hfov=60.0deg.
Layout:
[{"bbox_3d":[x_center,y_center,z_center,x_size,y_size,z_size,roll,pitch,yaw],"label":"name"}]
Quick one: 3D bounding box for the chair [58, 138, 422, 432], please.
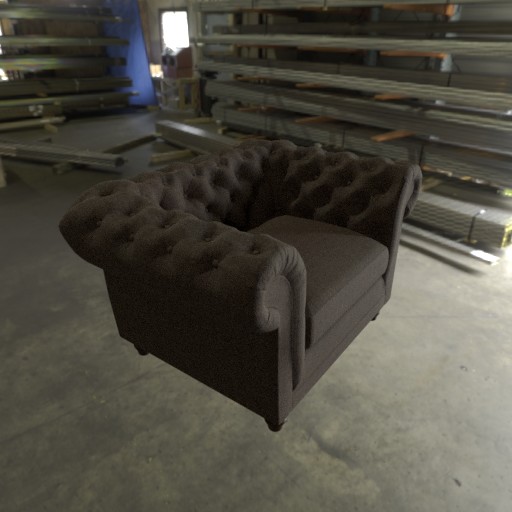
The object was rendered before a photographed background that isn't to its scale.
[{"bbox_3d":[0.000,0.000,1.915,0.945,0.780,1.298,18,32,32],"label":"chair"}]
